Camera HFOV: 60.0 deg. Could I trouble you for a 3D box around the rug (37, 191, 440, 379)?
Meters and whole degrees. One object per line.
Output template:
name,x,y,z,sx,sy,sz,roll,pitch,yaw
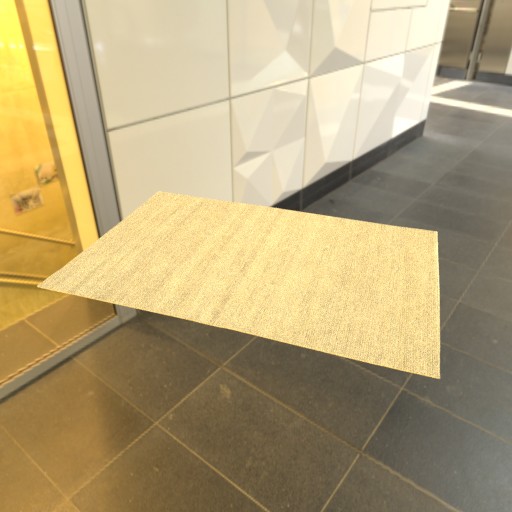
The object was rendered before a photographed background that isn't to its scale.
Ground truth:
rug,0.000,0.000,2.331,1.820,0.022,1.179,10,33,16
